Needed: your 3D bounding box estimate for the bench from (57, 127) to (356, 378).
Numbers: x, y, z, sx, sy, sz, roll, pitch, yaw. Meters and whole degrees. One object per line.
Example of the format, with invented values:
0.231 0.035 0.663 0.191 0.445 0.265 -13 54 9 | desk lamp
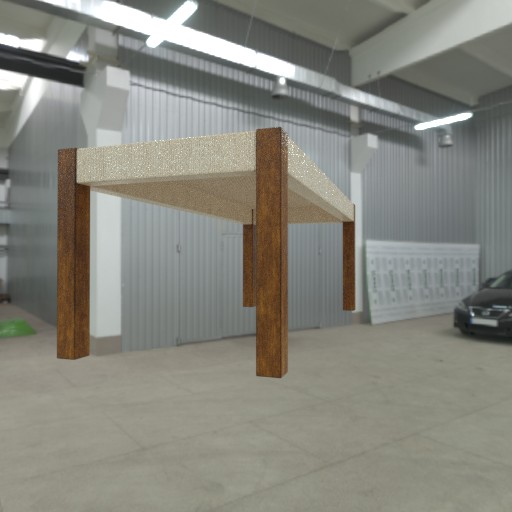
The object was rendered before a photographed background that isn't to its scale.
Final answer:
0.000 0.000 1.451 0.507 0.457 1.198 0 -1 19 | bench
